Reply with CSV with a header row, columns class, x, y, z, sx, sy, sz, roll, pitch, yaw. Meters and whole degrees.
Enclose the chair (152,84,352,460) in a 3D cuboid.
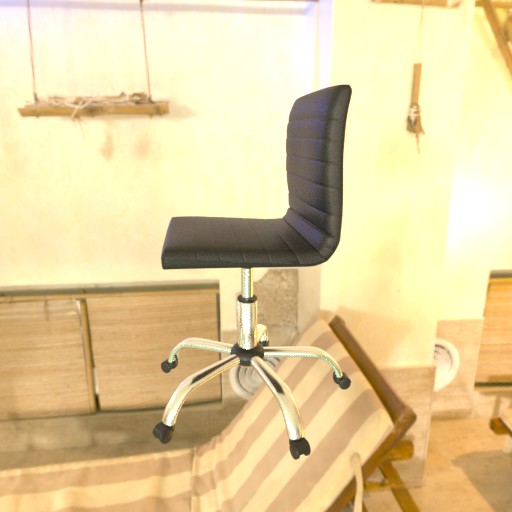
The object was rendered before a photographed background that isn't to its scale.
class,x,y,z,sx,sy,sz,roll,pitch,yaw
chair,0.000,0.000,1.110,0.530,0.780,0.556,-2,15,-8
